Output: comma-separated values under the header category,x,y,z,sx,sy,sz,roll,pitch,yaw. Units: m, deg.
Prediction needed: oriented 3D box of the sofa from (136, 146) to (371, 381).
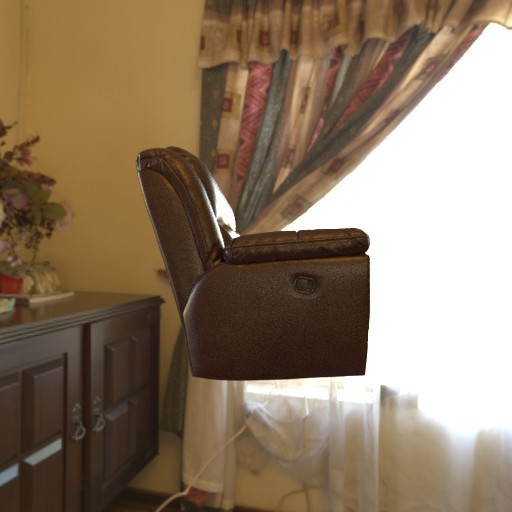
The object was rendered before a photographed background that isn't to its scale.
category,x,y,z,sx,sy,sz,roll,pitch,yaw
sofa,0.000,0.000,2.875,0.991,1.043,2.337,0,1,0
